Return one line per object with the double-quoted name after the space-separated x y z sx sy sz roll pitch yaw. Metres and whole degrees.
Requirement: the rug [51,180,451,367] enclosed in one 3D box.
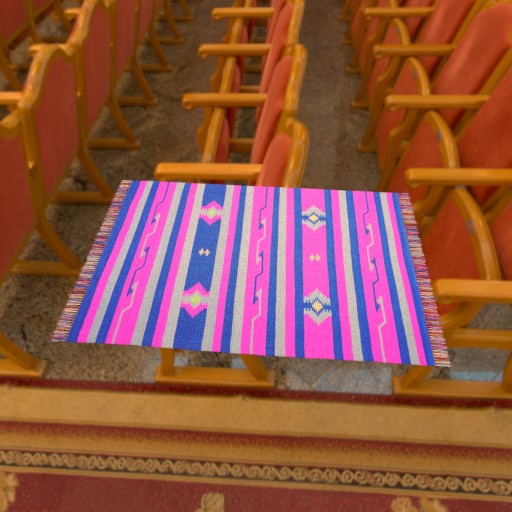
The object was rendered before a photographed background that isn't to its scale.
0.000 0.000 3.064 2.350 0.013 1.539 3 48 3 "rug"
